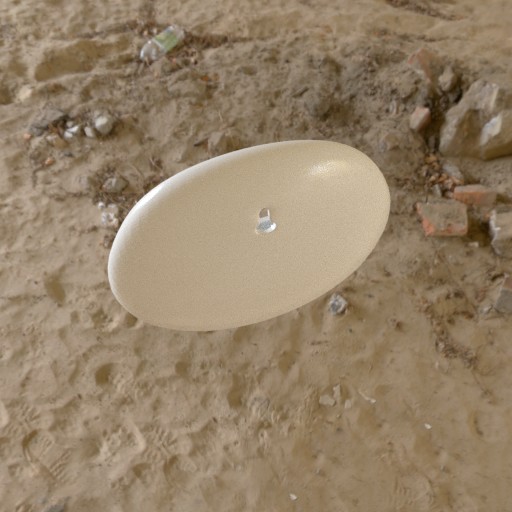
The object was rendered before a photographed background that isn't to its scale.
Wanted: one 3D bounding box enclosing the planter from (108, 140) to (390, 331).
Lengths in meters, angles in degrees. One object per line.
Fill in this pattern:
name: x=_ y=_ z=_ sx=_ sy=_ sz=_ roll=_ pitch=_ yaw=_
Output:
planter: x=0.000 y=0.000 z=0.290 sx=0.185 sy=0.188 sz=0.043 roll=-15 pitch=59 yaw=-9
